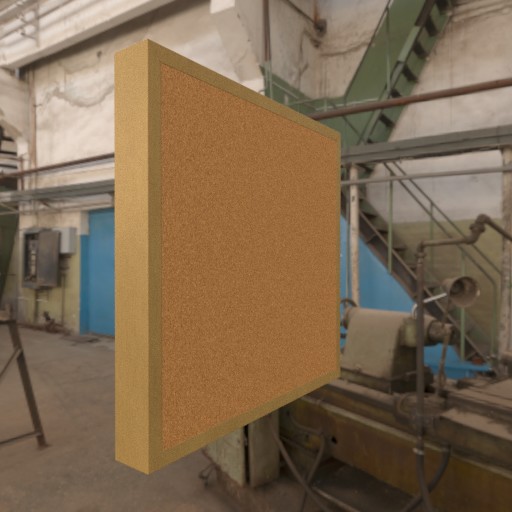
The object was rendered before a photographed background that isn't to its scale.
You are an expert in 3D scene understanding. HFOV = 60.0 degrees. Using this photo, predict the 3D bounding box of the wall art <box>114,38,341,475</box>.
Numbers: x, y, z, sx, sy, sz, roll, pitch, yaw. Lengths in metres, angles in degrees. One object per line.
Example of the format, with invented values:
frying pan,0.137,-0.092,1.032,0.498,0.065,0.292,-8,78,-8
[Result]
wall art,0.000,0.000,0.443,0.038,0.305,0.305,0,1,36
